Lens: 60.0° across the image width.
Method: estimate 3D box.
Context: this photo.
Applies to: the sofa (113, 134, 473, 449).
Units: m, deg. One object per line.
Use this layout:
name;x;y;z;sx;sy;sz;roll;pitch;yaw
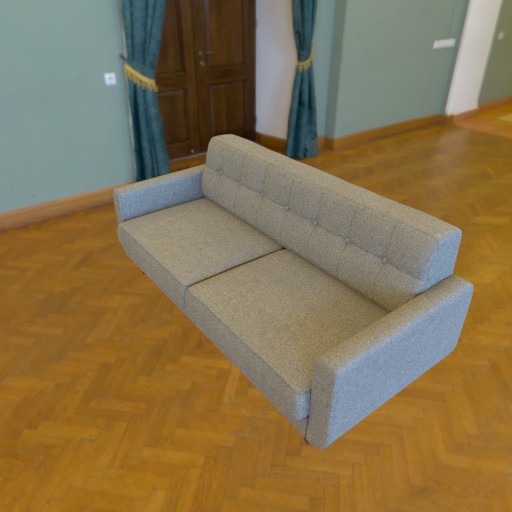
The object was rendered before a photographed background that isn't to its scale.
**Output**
sofa;0.000;0.000;2.549;0.968;0.873;2.055;-22;38;-31
